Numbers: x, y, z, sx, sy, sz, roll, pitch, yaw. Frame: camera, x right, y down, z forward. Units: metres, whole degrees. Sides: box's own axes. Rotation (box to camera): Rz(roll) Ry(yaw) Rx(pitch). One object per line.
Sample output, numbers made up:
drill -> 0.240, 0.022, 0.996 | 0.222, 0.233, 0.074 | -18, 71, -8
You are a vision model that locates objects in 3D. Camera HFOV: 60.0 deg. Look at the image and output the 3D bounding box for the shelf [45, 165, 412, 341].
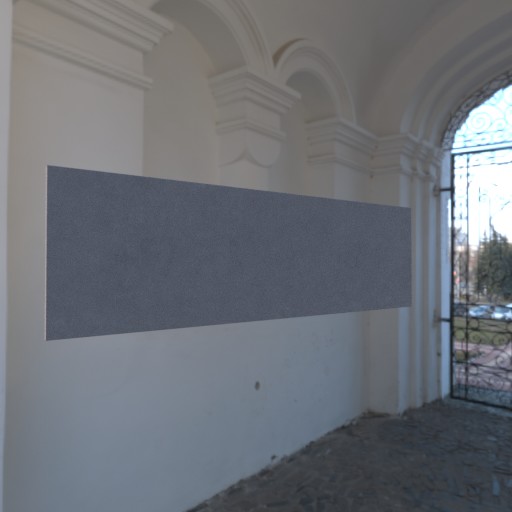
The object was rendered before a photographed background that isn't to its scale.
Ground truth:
shelf -> 0.000, 0.000, 1.133 | 1.020, 0.300, 0.200 | 1, -1, -36
